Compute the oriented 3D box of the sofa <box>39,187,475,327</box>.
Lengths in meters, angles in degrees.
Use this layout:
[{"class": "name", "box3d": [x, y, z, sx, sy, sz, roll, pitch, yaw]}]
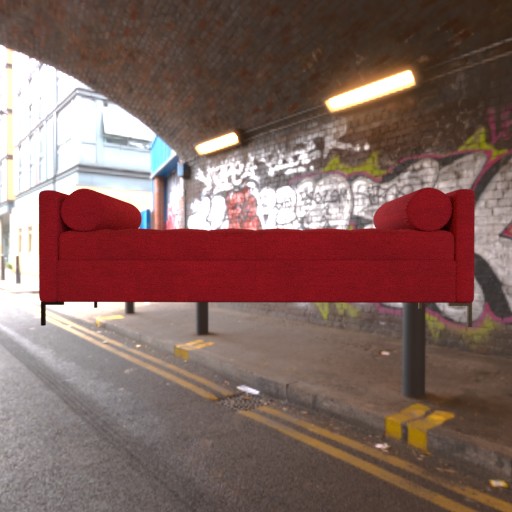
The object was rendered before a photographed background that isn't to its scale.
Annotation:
[{"class": "sofa", "box3d": [0.000, 0.000, 2.344, 1.981, 0.635, 0.686, 0, 1, 1]}]
